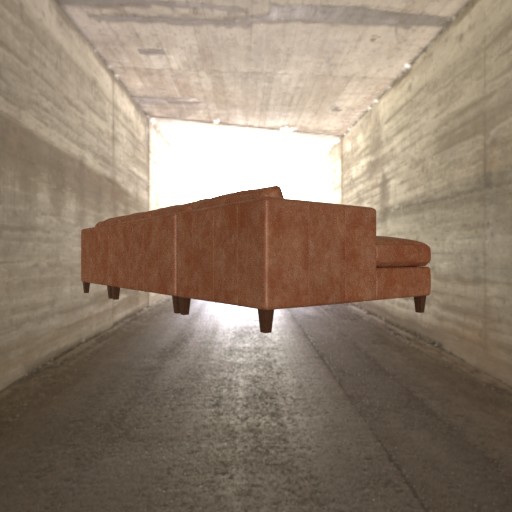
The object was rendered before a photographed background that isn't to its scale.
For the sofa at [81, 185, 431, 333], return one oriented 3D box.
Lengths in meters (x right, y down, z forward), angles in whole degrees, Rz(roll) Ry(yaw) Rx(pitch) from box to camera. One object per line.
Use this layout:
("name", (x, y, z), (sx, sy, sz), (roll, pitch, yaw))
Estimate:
("sofa", (0.000, 0.000, 4.395), (2.430, 0.832, 3.401), (0, 0, -37))
